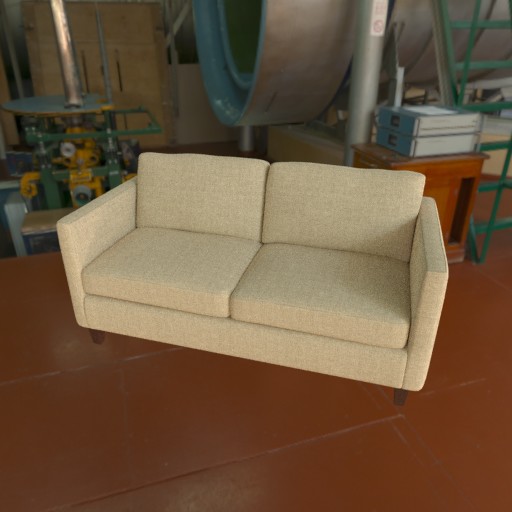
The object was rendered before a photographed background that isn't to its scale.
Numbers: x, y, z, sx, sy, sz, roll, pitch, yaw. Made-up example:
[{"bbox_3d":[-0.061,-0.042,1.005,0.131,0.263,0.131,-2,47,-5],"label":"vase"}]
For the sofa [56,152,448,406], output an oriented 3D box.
[{"bbox_3d":[0.000,0.000,2.495,1.884,0.963,0.950,8,28,14],"label":"sofa"}]
